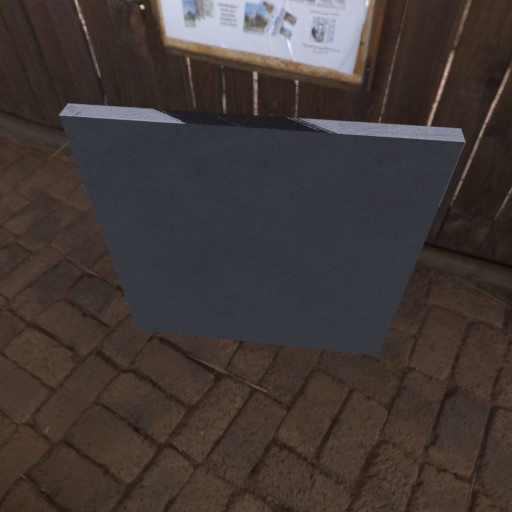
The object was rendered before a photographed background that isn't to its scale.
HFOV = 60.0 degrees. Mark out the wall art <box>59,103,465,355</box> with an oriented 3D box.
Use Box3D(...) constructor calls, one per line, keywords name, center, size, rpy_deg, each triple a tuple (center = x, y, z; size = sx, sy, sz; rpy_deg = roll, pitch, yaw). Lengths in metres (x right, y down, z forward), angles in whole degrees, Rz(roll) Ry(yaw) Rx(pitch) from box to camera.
Box3D(name="wall art", center=(0.000, 0.000, 1.127), size=(0.765, 0.765, 0.046), rpy_deg=(5, 48, 5))
